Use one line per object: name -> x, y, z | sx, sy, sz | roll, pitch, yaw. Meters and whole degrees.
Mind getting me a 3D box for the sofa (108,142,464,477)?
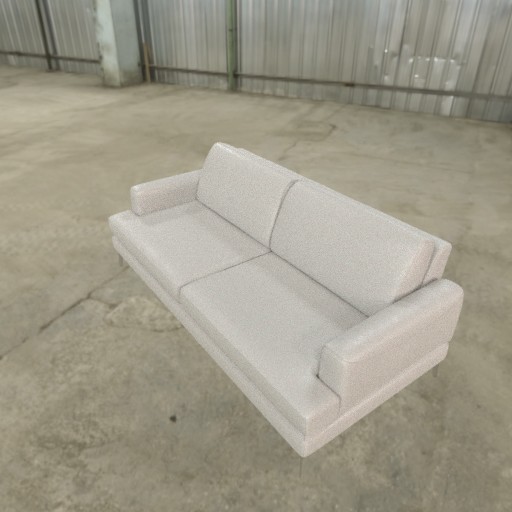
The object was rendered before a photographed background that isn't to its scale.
sofa -> 0.000, 0.000, 2.417 | 0.974, 0.765, 1.940 | -21, 38, -30
